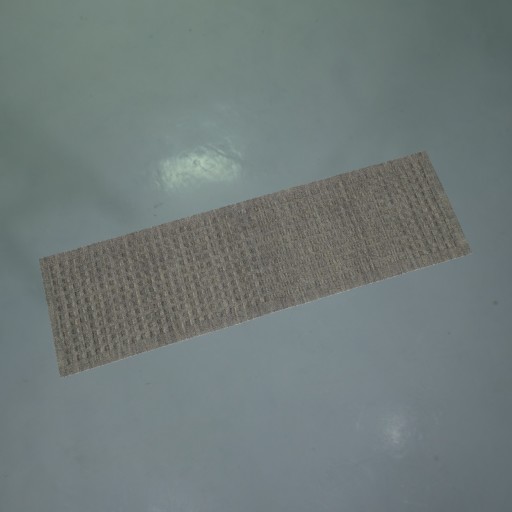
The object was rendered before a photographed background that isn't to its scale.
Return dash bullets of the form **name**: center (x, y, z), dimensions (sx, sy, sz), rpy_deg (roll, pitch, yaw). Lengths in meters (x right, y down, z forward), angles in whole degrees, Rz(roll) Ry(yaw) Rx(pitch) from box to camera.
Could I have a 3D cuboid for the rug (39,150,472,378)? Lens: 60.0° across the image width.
- **rug**: center (0.000, 0.000, 2.597), dimensions (2.443, 0.009, 0.706), rpy_deg (-16, 75, -4)
